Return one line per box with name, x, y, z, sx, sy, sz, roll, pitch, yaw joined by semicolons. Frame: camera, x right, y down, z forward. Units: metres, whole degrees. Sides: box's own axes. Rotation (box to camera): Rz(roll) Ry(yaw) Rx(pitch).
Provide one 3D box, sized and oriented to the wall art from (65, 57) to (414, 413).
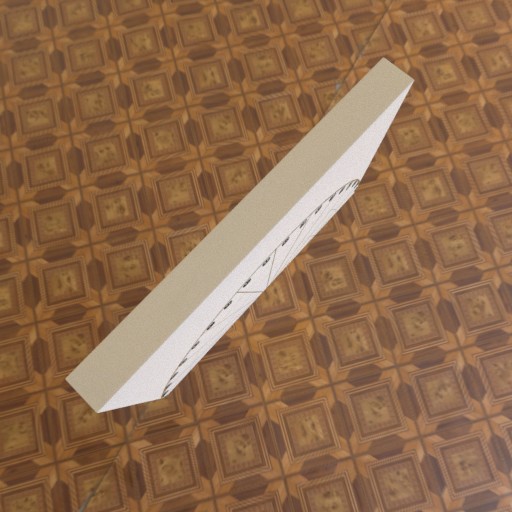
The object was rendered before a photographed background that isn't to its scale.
wall art;0.000;0.000;0.487;0.039;0.254;0.384;42;79;10
